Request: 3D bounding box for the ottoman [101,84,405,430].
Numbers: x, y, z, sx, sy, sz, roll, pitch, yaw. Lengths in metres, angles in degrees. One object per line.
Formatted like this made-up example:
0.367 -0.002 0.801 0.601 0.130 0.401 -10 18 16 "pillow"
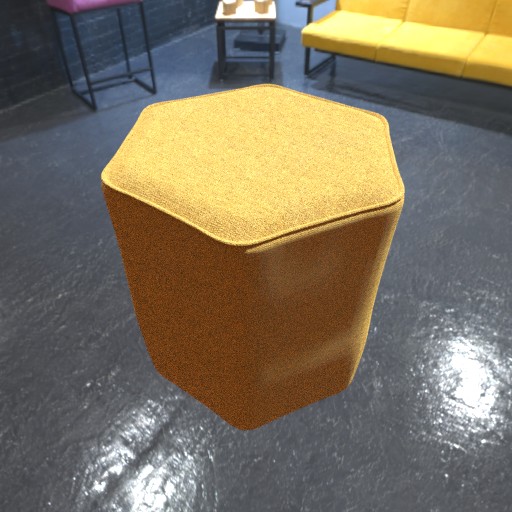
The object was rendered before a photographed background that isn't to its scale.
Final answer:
0.000 0.000 0.864 0.494 0.502 0.443 26 49 25 "ottoman"
